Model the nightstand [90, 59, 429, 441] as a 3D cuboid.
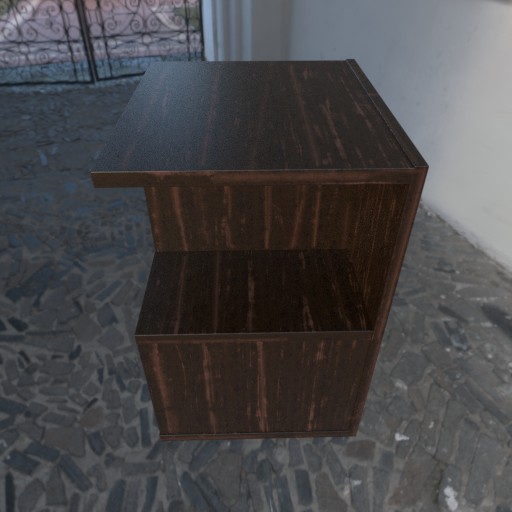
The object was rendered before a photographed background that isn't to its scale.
[{"bbox_3d":[0.000,0.000,0.794,0.356,0.559,0.400,-1,39,-1],"label":"nightstand"}]
